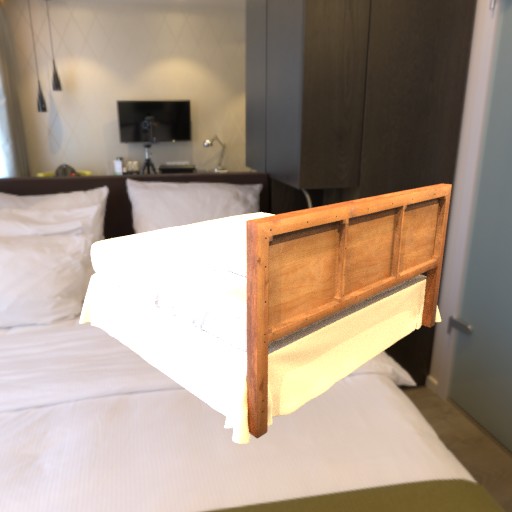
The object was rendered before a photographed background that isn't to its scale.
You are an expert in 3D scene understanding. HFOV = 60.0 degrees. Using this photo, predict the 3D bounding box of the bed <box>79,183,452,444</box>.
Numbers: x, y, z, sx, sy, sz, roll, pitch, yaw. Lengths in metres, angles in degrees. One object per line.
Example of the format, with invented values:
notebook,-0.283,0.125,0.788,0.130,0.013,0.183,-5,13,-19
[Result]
bed,0.000,0.000,3.548,2.255,1.158,2.165,-15,22,-41
